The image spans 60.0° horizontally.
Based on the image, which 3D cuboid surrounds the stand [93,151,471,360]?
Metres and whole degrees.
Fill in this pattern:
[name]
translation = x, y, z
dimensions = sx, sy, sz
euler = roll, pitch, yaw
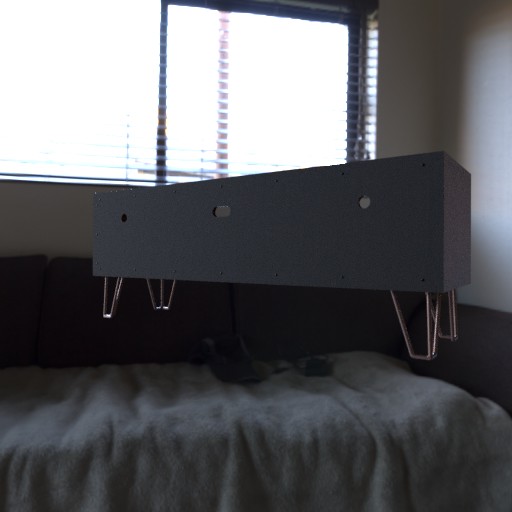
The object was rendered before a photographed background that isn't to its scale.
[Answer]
[stand]
translation = 0.000, 0.000, 1.920
dimensions = 1.626, 0.610, 0.481
euler = 0, 1, 35
